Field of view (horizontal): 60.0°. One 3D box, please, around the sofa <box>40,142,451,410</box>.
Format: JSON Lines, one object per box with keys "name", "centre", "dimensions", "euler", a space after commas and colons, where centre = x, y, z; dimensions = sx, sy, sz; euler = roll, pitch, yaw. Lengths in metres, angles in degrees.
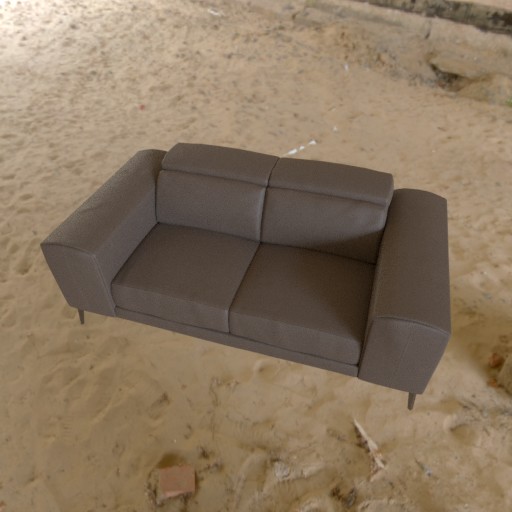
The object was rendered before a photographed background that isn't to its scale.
{"name": "sofa", "centre": [0.000, 0.000, 2.404], "dimensions": [1.895, 0.779, 1.003], "euler": [11, 42, 13]}
